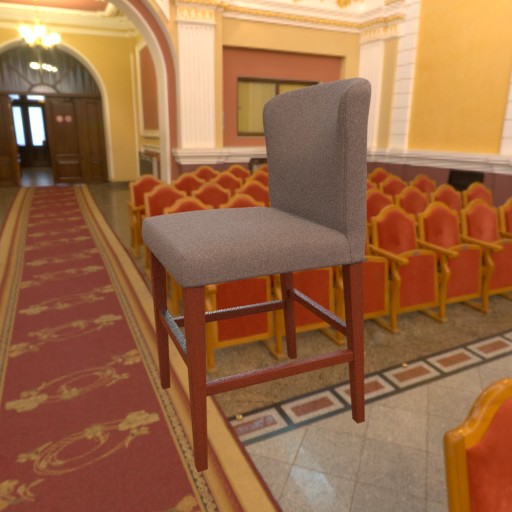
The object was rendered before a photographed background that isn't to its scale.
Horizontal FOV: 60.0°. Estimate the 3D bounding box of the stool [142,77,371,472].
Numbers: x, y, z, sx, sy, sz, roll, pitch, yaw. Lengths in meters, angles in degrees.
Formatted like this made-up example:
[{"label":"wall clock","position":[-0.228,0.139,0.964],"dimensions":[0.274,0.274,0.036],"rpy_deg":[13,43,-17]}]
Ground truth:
[{"label":"stool","position":[0.000,0.000,1.278],"dimensions":[0.568,0.968,0.481],"rpy_deg":[-7,17,-23]}]
